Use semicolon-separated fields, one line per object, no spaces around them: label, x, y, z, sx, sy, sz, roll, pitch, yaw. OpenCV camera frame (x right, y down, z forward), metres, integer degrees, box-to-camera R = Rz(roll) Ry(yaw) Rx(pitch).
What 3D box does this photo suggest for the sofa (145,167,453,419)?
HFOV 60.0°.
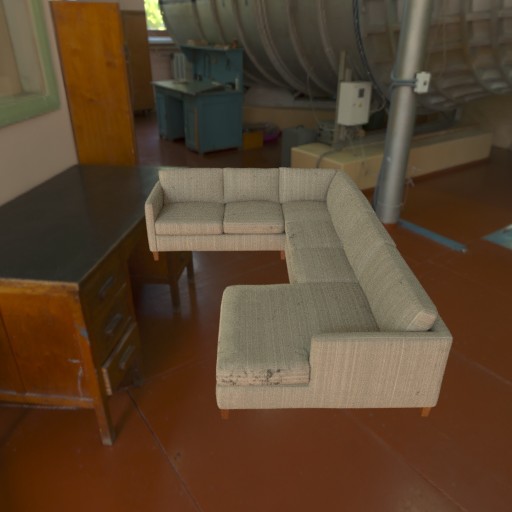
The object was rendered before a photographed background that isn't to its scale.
sofa;0.000;0.000;4.515;2.594;0.961;3.460;0;28;-1
